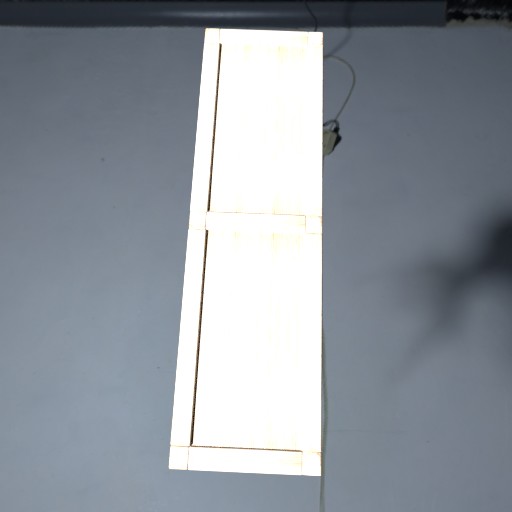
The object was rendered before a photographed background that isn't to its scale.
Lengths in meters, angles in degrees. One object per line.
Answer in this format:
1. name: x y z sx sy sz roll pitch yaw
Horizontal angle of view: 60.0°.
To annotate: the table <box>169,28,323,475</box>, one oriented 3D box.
1. table: 0.000 0.000 1.631 0.381 0.762 1.320 2 75 1
